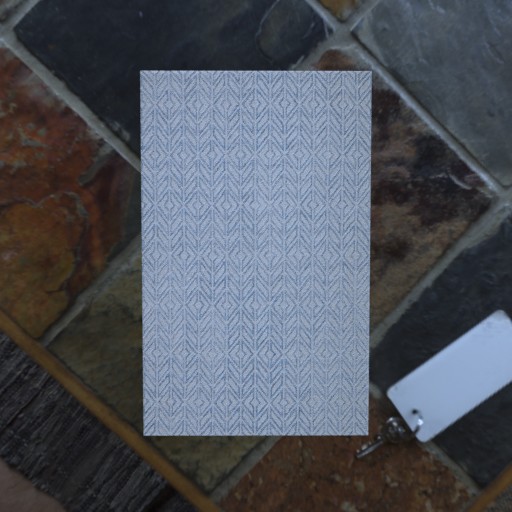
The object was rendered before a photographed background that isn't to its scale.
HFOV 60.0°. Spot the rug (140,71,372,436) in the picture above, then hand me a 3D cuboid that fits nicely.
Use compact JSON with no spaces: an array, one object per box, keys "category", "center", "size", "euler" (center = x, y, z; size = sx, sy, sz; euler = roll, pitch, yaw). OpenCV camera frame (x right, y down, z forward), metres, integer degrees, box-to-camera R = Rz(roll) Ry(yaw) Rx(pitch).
[{"category":"rug","center":[0.000,0.000,2.968],"size":[1.526,0.008,2.441],"euler":[0,92,0]}]
